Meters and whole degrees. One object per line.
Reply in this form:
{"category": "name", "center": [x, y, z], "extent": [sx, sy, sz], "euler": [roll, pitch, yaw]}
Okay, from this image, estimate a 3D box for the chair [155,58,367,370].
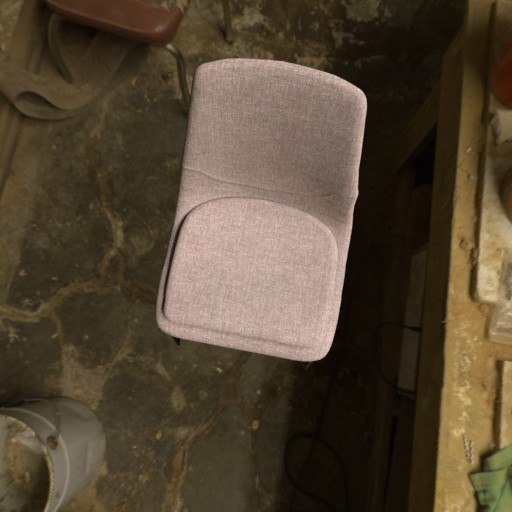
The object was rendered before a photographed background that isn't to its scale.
{"category": "chair", "center": [0.000, 0.000, 1.131], "extent": [0.479, 0.858, 0.518], "euler": [10, 77, 2]}
